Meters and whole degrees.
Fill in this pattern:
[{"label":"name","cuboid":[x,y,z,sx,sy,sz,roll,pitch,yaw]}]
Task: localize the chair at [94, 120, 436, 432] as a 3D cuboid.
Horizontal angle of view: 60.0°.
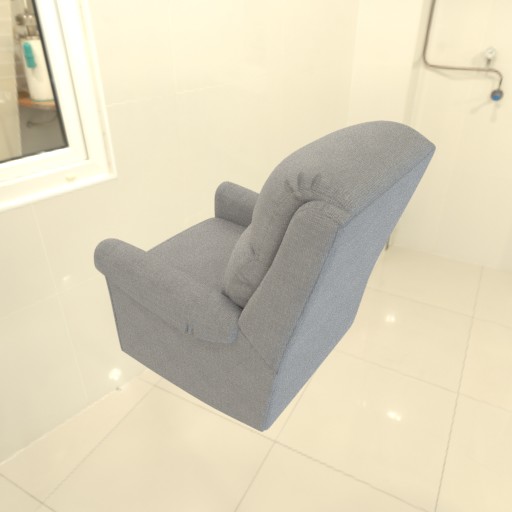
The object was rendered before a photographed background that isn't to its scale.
[{"label":"chair","cuboid":[0.000,0.000,1.739,1.014,1.054,0.838,20,37,30]}]
